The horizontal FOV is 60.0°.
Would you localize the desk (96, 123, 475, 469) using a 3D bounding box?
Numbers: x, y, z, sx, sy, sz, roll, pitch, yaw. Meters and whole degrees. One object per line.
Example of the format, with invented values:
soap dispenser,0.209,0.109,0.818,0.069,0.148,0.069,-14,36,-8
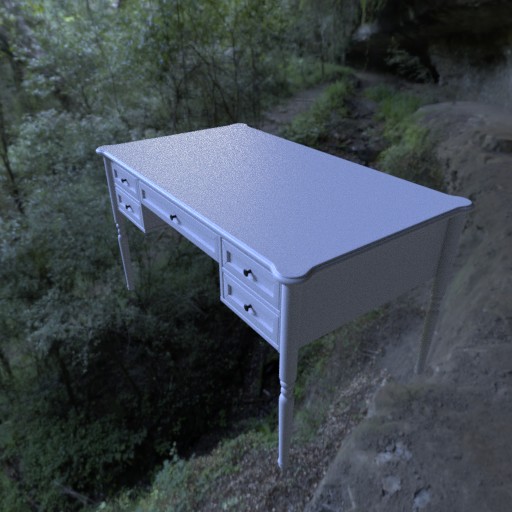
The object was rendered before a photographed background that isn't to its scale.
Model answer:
desk,0.000,0.000,1.895,0.807,0.762,1.380,-20,35,-31
